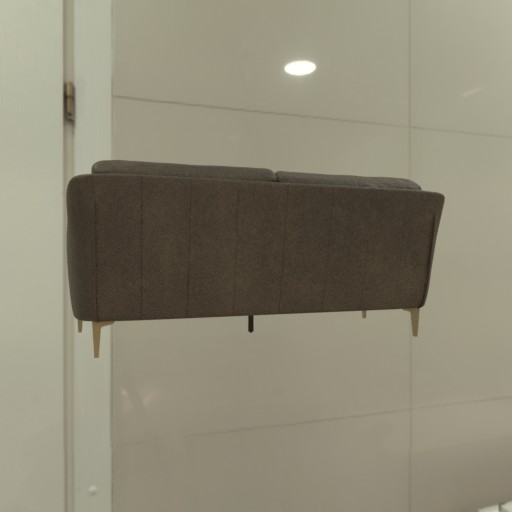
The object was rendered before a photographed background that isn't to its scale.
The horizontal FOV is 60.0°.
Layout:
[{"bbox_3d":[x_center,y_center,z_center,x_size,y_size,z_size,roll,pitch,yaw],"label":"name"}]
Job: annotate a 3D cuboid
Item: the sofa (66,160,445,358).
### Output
[{"bbox_3d":[0.000,0.000,2.515,2.036,0.902,0.960,0,0,-18],"label":"sofa"}]
